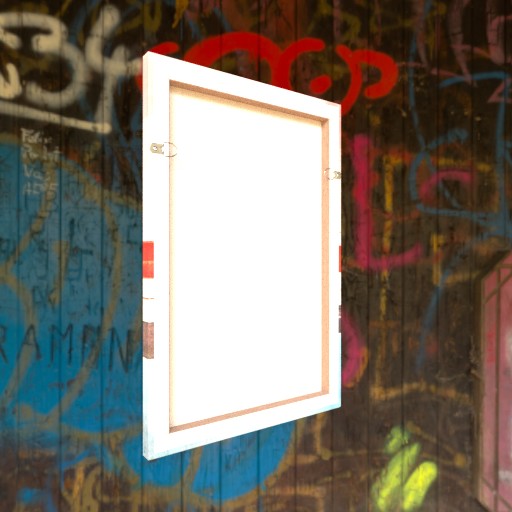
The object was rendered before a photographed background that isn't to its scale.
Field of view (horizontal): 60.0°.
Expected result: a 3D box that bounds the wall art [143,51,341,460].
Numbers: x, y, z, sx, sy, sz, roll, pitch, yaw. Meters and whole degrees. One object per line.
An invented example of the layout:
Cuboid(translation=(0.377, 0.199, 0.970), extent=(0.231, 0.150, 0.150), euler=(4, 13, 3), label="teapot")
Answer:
Cuboid(translation=(0.000, 0.000, 1.178), extent=(0.610, 0.914, 0.038), euler=(0, 0, -35), label="wall art")
